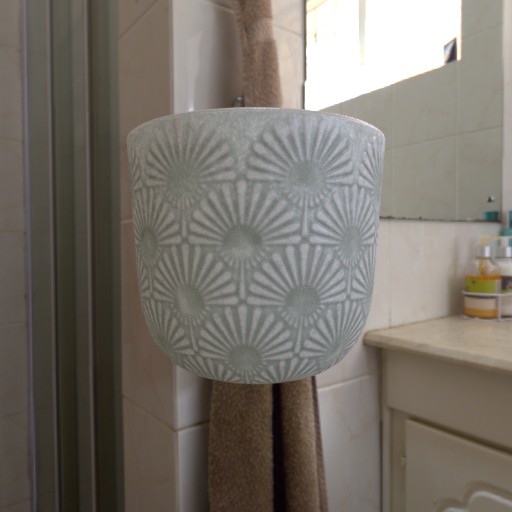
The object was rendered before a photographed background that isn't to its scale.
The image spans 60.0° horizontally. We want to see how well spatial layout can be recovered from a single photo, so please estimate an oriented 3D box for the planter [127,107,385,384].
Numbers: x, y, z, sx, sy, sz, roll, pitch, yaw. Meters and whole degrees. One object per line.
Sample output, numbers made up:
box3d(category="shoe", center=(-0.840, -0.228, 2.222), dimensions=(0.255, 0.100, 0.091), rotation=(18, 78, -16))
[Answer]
box3d(category="planter", center=(0.000, 0.000, 0.304), dimensions=(0.170, 0.152, 0.170), rotation=(0, 2, 0))
